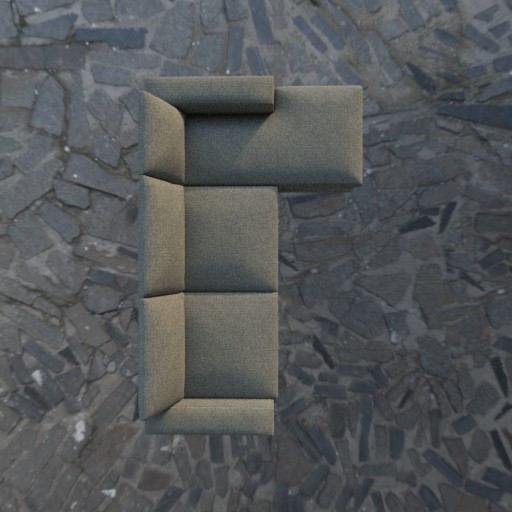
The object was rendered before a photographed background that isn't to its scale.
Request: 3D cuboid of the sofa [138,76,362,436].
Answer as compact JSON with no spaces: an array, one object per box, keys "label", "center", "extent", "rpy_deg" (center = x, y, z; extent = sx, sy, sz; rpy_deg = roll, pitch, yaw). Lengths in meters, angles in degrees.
[{"label":"sofa","center":[0.000,0.000,3.462],"extent":[1.689,0.940,2.718],"rpy_deg":[0,90,1]}]
